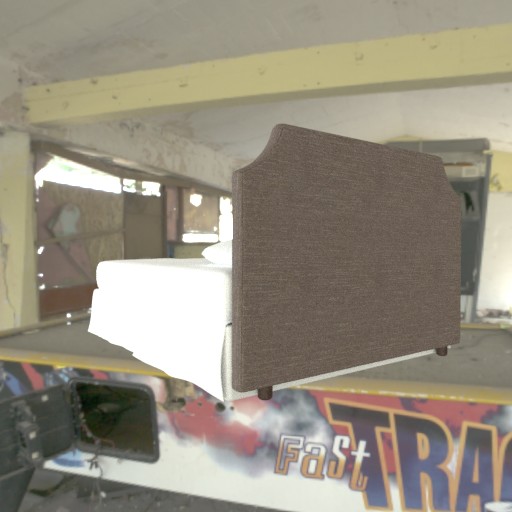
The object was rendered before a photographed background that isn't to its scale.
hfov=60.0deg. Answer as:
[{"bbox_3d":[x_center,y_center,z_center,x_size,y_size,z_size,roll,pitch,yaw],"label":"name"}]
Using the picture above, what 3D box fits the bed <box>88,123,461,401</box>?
[{"bbox_3d":[0.000,0.000,4.142,2.350,1.590,2.773,-1,1,-36],"label":"bed"}]
